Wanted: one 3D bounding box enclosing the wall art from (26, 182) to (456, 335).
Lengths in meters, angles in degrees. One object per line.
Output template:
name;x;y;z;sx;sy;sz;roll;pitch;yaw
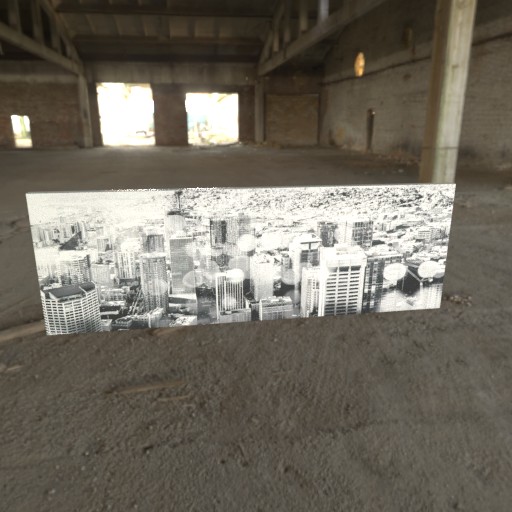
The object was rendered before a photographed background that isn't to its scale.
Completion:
wall art;0.000;0.000;1.645;1.520;0.507;0.044;-3;17;-9
